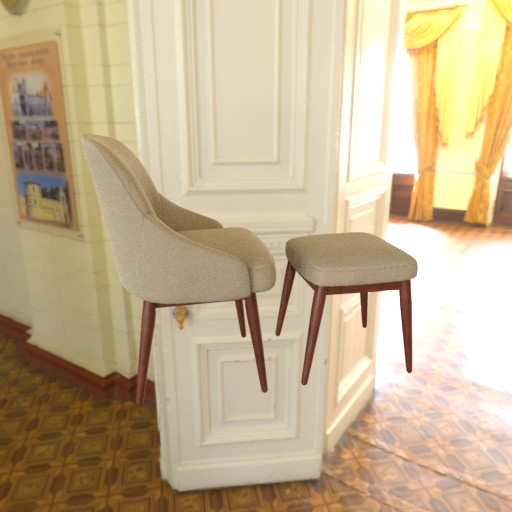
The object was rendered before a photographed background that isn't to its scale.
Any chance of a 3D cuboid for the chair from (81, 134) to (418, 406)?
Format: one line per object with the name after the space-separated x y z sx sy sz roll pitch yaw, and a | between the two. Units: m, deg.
0.000 0.000 1.622 1.114 0.866 0.584 -3 17 -11 | chair
